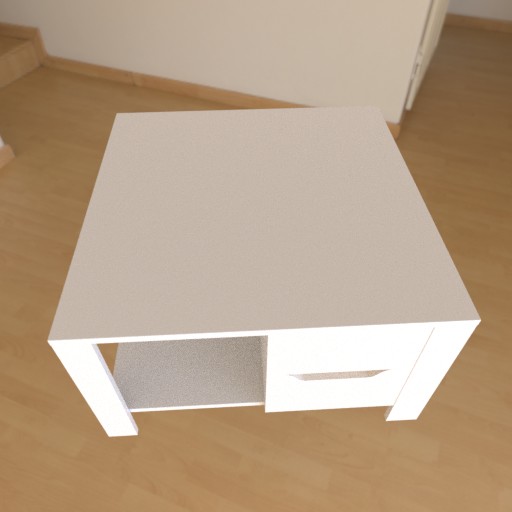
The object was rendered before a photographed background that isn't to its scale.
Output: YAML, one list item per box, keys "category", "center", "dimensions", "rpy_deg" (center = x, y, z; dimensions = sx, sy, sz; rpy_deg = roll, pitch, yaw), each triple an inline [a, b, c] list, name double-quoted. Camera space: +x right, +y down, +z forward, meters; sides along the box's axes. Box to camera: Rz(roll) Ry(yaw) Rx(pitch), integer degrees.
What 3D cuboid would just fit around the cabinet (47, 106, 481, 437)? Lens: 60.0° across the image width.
- category: "cabinet"
  center: [0.000, 0.000, 1.254]
  dimensions: [0.800, 0.460, 0.800]
  rpy_deg: [-2, 47, -2]
